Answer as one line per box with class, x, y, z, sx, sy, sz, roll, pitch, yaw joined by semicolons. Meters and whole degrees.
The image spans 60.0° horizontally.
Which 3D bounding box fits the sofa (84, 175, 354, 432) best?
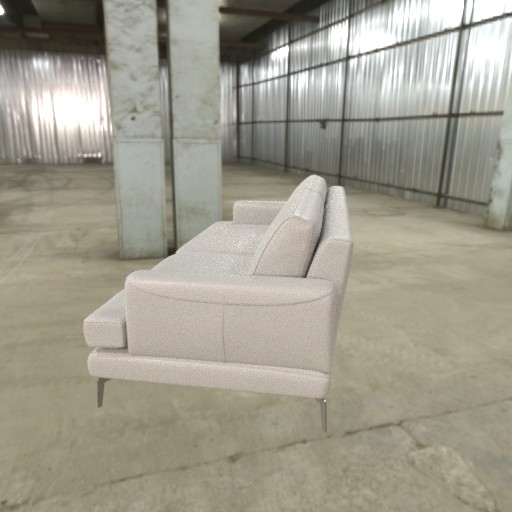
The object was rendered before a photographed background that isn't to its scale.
sofa;0.000;0.000;2.446;0.974;0.765;1.940;3;16;9
